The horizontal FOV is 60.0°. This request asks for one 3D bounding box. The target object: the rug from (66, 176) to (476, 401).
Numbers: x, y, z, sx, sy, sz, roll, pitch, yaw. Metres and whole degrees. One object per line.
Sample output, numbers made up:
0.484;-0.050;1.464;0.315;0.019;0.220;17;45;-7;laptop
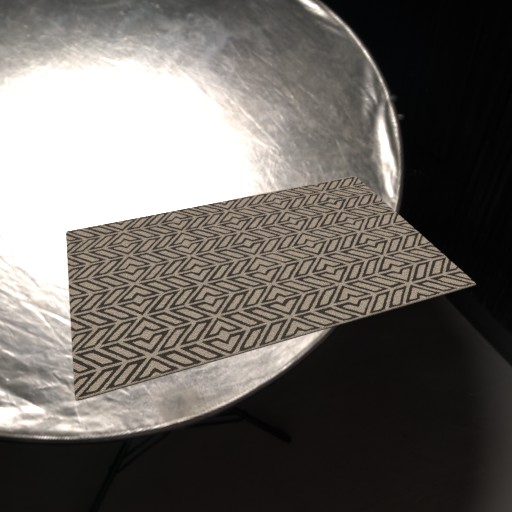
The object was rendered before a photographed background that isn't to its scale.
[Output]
0.000;0.000;3.046;2.438;0.008;1.523;-13;41;-16;rug
